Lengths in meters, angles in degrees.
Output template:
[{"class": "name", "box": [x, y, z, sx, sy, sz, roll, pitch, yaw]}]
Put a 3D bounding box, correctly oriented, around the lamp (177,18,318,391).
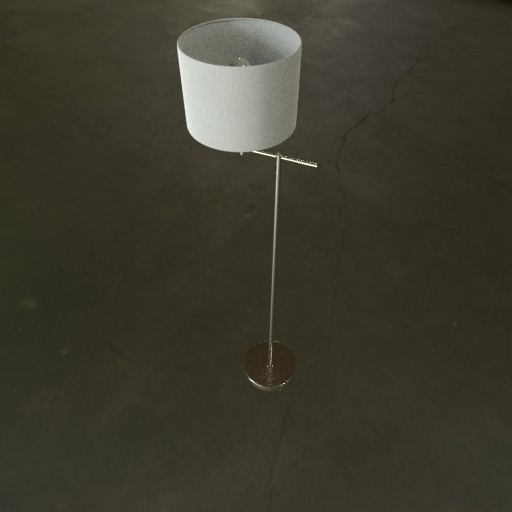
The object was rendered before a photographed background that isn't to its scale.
[{"class": "lamp", "box": [0.000, 0.000, 1.722, 0.416, 1.600, 0.324, 16, 49, 15]}]
